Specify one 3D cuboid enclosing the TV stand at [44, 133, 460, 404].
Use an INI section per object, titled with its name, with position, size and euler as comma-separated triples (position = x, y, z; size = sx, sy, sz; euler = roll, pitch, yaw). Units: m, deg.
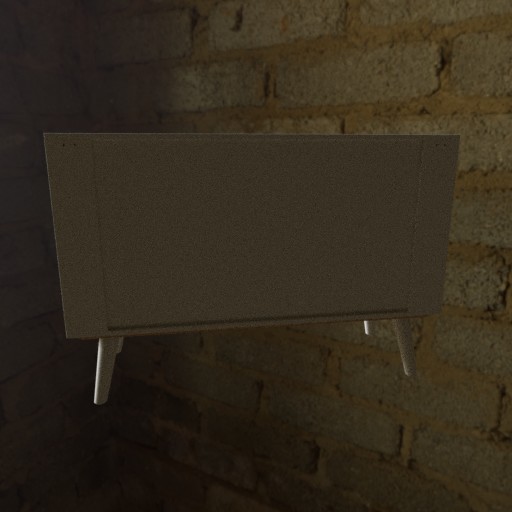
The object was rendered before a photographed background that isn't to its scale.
[TV stand]
position = 0.000, 0.000, 1.547
size = 1.193, 0.812, 0.406
euler = -2, 14, -9
